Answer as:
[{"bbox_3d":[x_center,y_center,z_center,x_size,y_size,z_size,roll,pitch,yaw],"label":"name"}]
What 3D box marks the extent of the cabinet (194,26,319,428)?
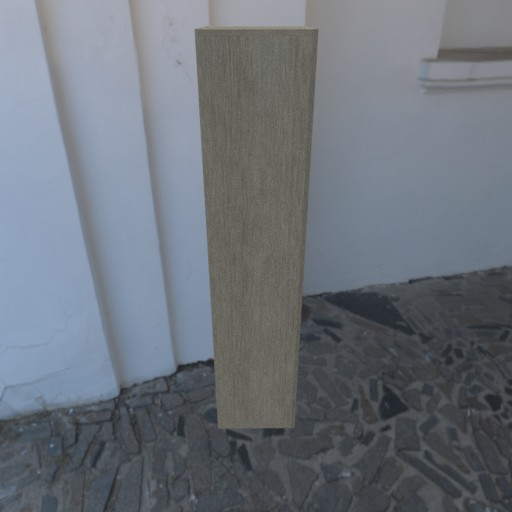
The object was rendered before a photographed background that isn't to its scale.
[{"bbox_3d":[0.000,0.000,1.527,0.300,1.400,0.270,0,29,-1],"label":"cabinet"}]
